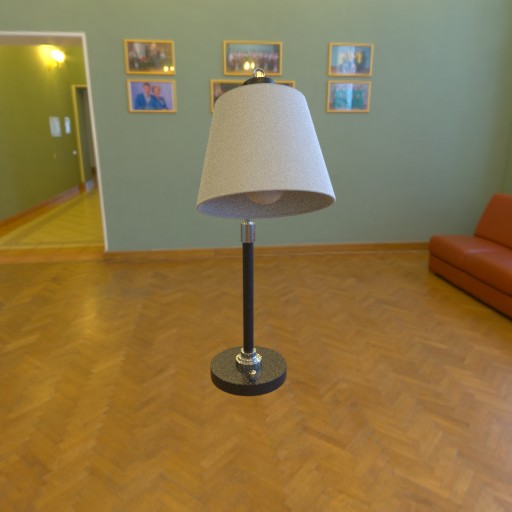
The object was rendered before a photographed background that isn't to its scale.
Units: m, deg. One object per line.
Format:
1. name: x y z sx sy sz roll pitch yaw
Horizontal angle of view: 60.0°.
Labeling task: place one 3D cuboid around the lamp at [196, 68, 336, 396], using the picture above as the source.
1. lamp: 0.000 0.000 0.694 0.181 0.539 0.348 -2 16 -8
